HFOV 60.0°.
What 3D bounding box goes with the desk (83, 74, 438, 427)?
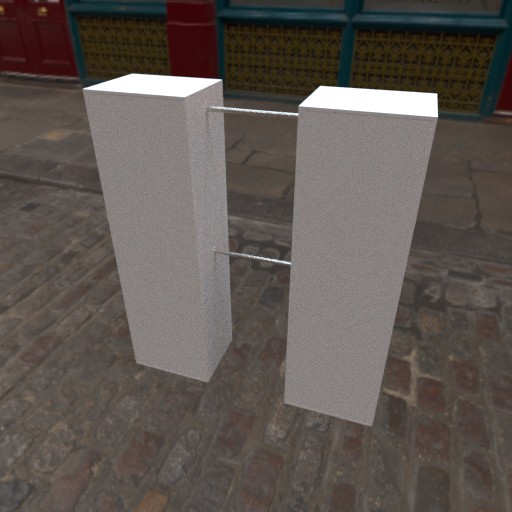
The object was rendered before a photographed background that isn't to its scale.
[{"bbox_3d":[0.000,0.000,2.815,1.770,2.000,0.480,10,33,16],"label":"desk"}]
